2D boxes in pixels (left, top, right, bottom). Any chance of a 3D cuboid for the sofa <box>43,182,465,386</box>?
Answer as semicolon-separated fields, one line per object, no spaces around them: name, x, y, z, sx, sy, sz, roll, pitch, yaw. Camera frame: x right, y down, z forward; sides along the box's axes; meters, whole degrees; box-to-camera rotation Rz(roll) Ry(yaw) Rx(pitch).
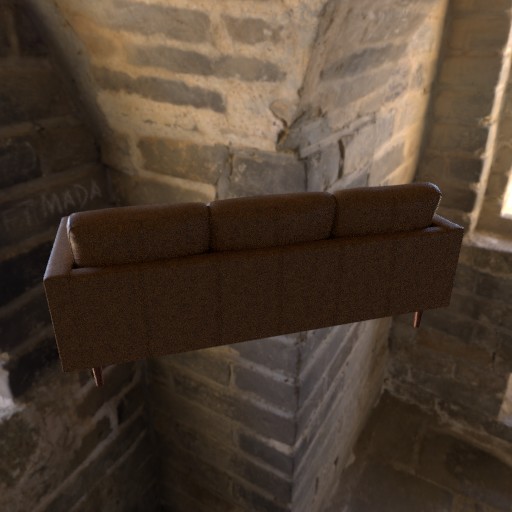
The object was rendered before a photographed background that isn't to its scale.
sofa;0.000;0.000;2.724;2.231;0.930;0.903;-7;25;-15
